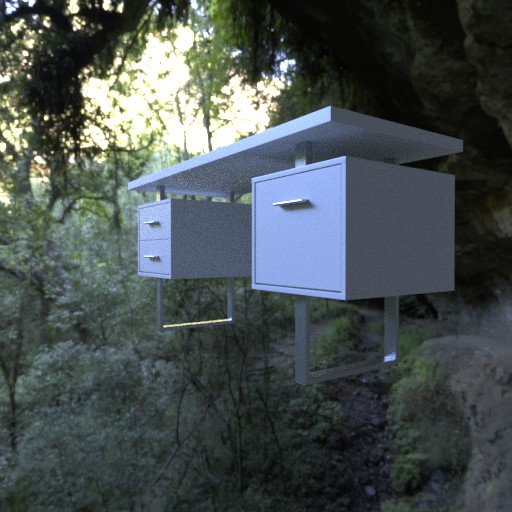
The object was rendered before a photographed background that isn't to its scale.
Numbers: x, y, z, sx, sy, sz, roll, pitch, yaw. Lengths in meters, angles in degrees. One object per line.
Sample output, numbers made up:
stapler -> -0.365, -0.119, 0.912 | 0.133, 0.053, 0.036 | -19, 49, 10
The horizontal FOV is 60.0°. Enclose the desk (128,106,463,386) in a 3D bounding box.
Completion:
desk -> 0.000, 0.000, 1.919 | 0.603, 0.773, 1.530 | 0, 1, -35
